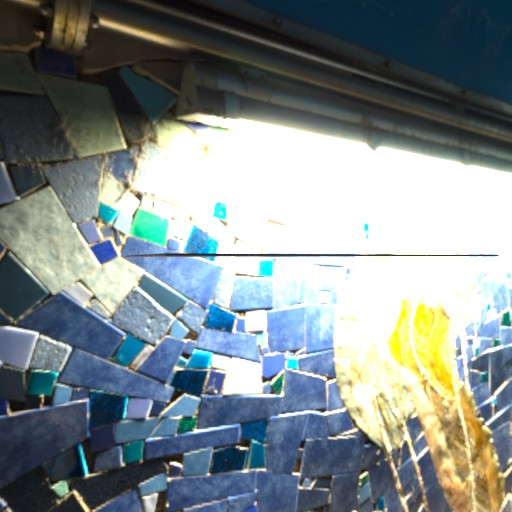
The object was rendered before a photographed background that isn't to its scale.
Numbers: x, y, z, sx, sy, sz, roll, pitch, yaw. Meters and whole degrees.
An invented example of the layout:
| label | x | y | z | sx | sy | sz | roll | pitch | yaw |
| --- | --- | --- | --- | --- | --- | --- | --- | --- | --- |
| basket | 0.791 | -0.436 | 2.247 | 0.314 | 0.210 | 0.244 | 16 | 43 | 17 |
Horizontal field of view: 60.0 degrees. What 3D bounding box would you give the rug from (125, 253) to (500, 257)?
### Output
| label | x | y | z | sx | sy | sz | roll | pitch | yaw |
| --- | --- | --- | --- | --- | --- | --- | --- | --- | --- |
| rug | 0.000 | 0.000 | 2.937 | 1.536 | 0.012 | 2.431 | 0 | 0 | -20 |
